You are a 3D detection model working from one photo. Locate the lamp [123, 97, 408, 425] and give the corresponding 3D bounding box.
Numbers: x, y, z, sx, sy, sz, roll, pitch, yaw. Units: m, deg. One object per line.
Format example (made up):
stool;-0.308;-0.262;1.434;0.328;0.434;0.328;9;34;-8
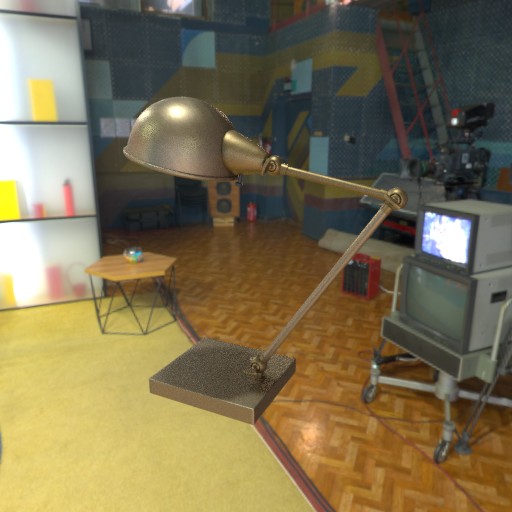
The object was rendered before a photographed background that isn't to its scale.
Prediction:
lamp;0.000;0.000;0.538;0.339;0.371;0.149;7;17;25
